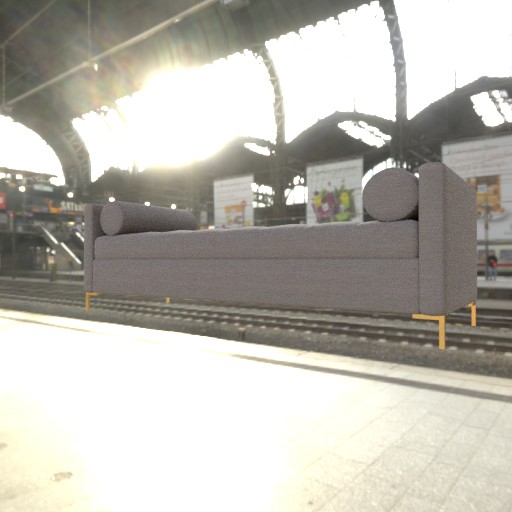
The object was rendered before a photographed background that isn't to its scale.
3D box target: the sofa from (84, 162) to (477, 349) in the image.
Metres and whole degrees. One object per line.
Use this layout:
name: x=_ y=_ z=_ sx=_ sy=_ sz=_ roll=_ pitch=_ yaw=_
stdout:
sofa: x=0.000 y=0.000 z=2.298 sx=1.981 sy=0.635 sz=0.686 roll=0 pitch=-1 yaw=35
